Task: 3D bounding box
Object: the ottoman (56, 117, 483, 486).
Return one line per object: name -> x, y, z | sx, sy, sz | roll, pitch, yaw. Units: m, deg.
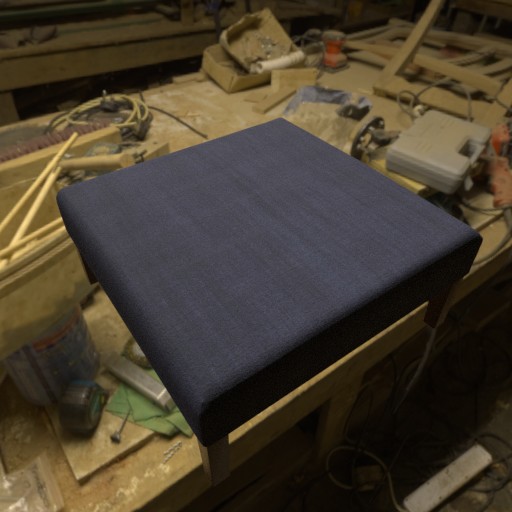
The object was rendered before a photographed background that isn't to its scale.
ottoman -> 0.000, 0.000, 1.375 | 0.889, 0.411, 0.890 | -26, 48, -26
